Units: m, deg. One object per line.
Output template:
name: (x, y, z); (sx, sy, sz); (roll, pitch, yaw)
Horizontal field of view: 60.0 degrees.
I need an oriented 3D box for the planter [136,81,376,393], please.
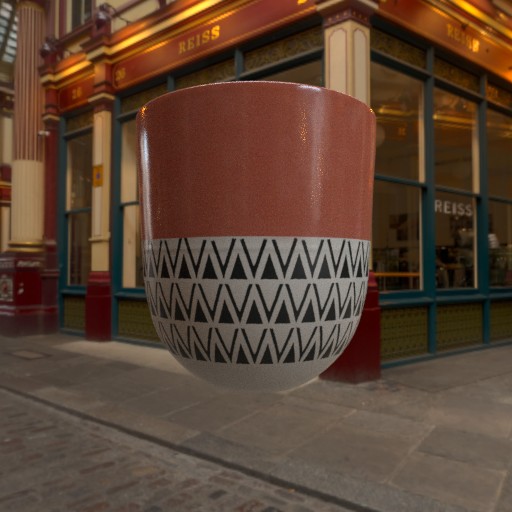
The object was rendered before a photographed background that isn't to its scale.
planter: (0.000, 0.000, 0.370); (0.195, 0.214, 0.195); (0, -1, 0)
